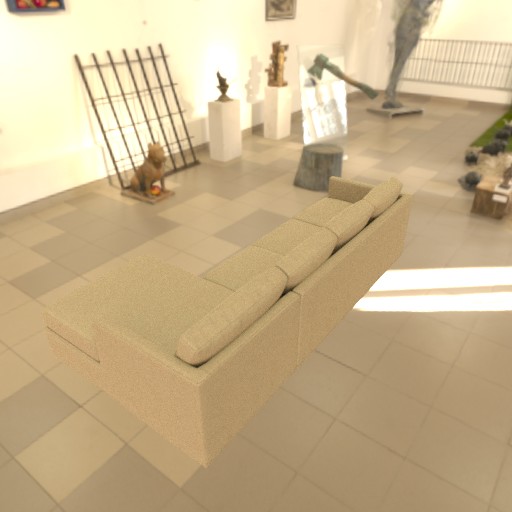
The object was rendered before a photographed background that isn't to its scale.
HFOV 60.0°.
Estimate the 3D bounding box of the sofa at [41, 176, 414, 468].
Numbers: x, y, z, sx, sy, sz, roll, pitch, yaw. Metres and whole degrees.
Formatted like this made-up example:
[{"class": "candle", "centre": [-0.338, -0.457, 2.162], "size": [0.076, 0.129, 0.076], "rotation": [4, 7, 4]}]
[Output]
[{"class": "sofa", "centre": [0.000, 0.000, 3.906], "size": [1.622, 0.867, 3.177], "rotation": [21, 36, 31]}]
